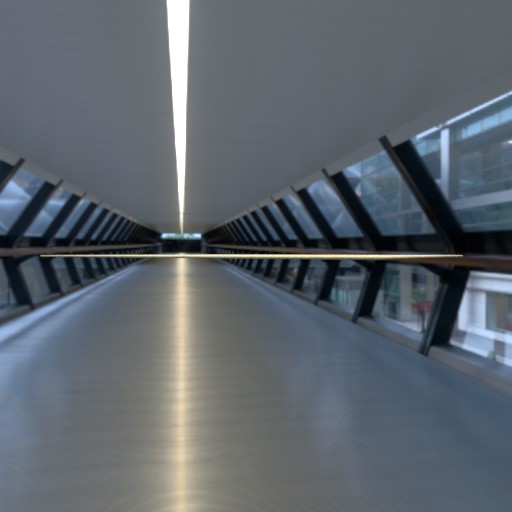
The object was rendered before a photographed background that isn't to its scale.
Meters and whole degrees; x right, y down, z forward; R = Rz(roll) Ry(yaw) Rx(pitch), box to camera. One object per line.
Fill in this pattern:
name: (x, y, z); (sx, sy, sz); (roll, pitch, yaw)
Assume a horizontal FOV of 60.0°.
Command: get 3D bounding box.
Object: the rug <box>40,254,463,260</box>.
rug: (0.000, 0.000, 4.204); (3.204, 0.016, 2.452); (0, 0, 35)
